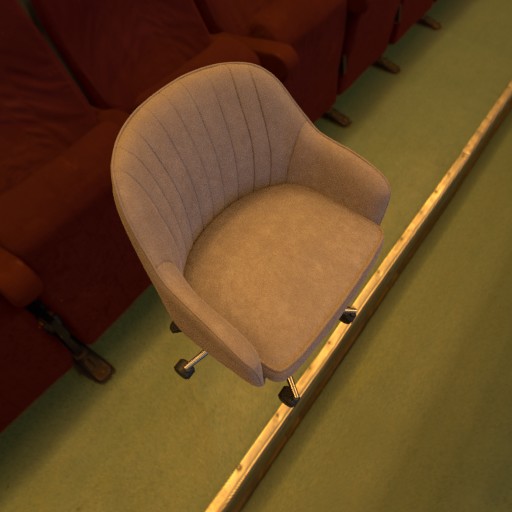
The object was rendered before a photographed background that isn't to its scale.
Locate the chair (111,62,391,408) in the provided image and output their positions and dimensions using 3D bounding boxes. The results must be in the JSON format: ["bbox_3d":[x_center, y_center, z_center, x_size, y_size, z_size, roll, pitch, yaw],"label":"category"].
[{"bbox_3d":[0.000,0.000,1.238,0.573,0.831,0.635,32,62,19],"label":"chair"}]
